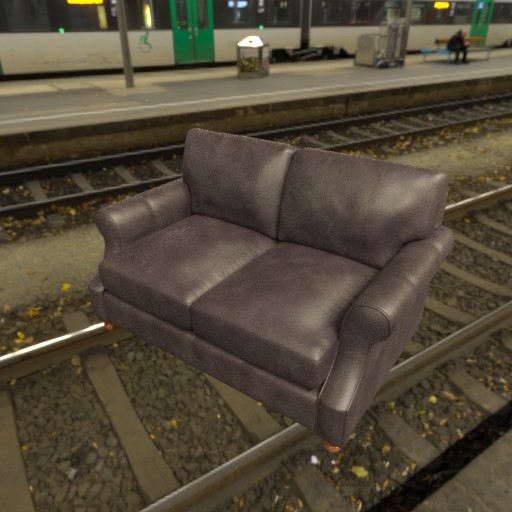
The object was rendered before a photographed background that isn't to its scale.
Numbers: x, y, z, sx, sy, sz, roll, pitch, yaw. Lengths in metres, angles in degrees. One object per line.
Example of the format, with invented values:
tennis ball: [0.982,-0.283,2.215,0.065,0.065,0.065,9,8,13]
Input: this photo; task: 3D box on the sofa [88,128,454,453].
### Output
sofa: [0.000,0.000,2.271,1.663,0.979,1.030,19,34,30]
